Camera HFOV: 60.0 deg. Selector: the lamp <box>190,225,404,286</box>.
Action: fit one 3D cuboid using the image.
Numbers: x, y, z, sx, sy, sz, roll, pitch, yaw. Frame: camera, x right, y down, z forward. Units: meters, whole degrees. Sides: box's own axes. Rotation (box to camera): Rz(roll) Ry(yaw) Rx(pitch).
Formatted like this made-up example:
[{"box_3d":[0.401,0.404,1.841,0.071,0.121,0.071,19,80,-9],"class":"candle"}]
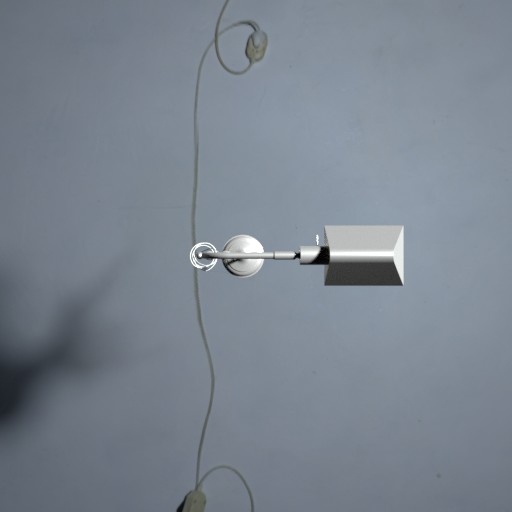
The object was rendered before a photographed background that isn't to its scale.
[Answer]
[{"box_3d":[0.000,0.000,1.889,0.813,1.571,0.256,0,90,1],"class":"lamp"}]
